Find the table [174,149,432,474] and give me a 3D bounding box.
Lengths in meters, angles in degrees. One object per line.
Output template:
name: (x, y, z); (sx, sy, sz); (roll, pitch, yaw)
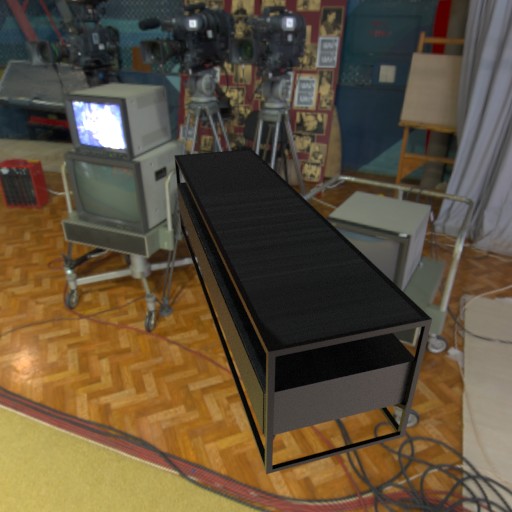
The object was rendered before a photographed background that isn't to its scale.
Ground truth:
table: (0.000, 0.000, 1.680); (0.399, 0.395, 1.486); (-8, 30, -14)
